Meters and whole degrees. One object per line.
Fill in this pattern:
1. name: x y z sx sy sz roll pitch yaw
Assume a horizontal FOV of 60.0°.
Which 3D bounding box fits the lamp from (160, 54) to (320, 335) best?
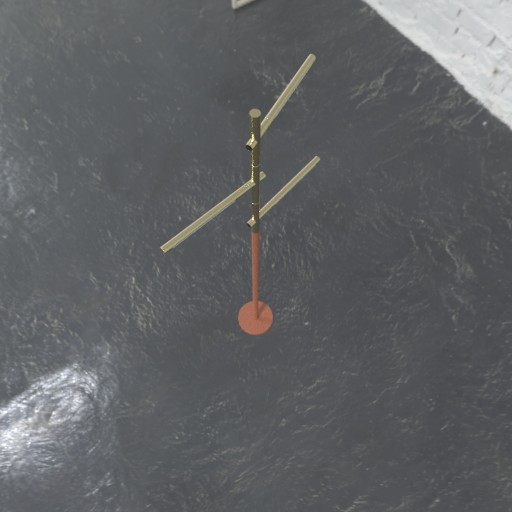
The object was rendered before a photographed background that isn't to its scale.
1. lamp: 0.000 0.000 1.921 0.209 1.704 0.737 31 68 14
